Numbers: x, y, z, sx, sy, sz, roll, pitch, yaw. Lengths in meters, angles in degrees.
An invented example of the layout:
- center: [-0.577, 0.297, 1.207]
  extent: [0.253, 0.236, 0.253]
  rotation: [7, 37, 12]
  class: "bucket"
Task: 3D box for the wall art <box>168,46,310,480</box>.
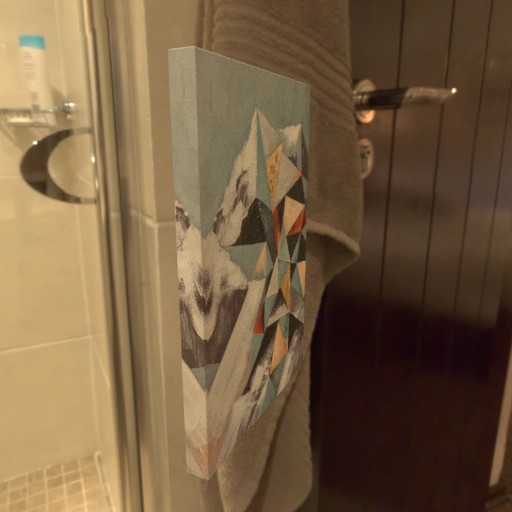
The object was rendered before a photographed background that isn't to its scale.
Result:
- center: [0.000, 0.000, 1.171]
  extent: [0.061, 0.911, 0.609]
  rotation: [7, 16, 26]
  class: "wall art"
